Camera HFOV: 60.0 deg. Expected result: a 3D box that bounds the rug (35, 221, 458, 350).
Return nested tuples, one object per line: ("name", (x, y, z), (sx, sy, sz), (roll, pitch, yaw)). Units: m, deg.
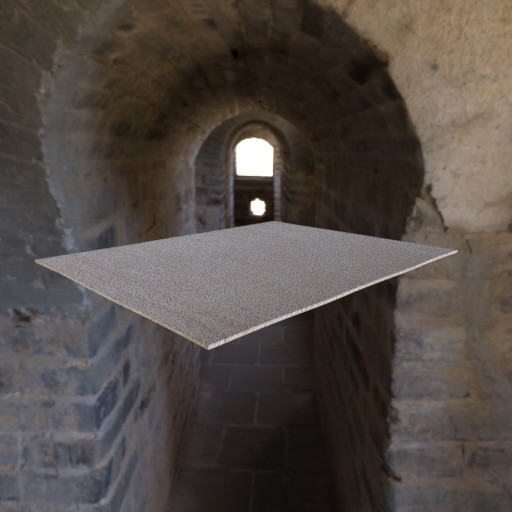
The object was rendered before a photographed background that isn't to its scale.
("rug", (0.000, 0.000, 4.018), (3.000, 0.026, 2.400), (-13, 19, -43))
